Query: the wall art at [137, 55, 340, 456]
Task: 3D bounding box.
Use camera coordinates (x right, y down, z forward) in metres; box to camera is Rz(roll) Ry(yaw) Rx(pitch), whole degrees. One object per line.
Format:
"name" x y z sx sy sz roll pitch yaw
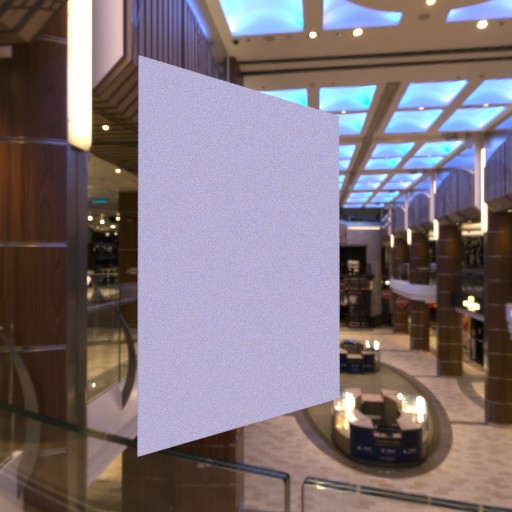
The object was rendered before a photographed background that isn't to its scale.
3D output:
"wall art" 0.000 0.000 0.816 0.457 0.610 0.003 0 -1 -38
